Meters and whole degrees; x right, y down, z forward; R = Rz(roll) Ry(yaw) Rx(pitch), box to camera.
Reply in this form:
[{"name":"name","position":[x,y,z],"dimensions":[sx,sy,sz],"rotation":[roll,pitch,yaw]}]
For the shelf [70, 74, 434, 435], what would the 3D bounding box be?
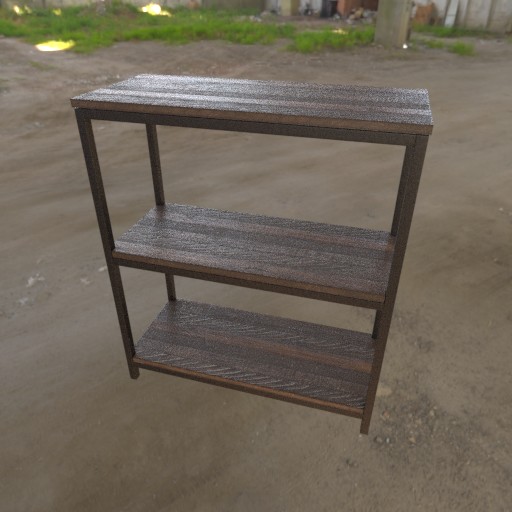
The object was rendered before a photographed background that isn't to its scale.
[{"name":"shelf","position":[0.000,0.000,1.351],"dimensions":[0.822,0.947,0.352],"rotation":[9,33,14]}]
